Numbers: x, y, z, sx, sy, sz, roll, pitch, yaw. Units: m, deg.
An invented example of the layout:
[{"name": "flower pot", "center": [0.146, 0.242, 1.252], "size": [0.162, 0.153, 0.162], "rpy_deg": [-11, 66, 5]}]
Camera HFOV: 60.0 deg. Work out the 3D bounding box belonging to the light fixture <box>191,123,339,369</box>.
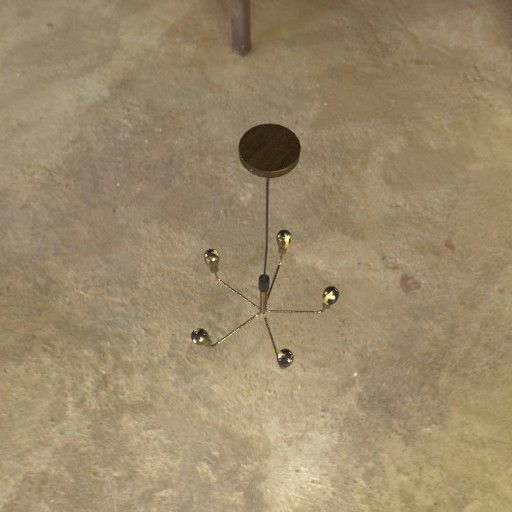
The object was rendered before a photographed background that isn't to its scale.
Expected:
[{"name": "light fixture", "center": [0.000, 0.000, 1.429], "size": [0.532, 1.059, 0.588], "rpy_deg": [34, 68, 16]}]
